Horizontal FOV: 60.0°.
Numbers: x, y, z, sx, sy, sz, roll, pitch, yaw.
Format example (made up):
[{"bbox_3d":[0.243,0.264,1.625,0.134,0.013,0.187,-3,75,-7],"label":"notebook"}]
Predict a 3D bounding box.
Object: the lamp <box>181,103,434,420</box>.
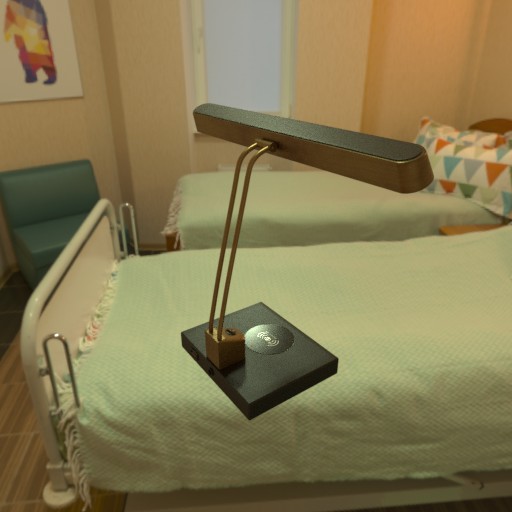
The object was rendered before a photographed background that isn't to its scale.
[{"bbox_3d":[0.000,0.000,0.587,0.156,0.345,0.412,-17,31,-31],"label":"lamp"}]
